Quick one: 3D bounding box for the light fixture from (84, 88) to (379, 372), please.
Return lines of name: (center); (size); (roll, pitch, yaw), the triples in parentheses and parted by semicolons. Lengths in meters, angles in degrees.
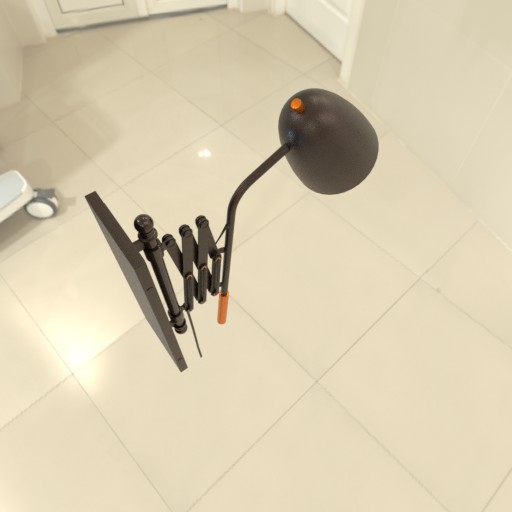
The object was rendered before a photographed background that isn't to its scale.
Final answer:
light fixture: (0.000, 0.000, 0.931); (0.499, 0.715, 0.162); (-32, 63, -18)
